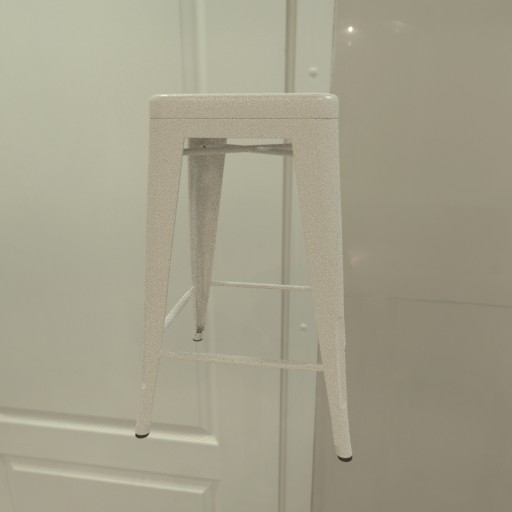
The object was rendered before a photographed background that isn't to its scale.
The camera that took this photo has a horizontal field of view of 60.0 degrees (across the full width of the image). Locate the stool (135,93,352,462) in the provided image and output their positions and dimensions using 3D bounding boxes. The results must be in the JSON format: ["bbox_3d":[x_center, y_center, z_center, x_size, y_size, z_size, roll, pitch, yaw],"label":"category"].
[{"bbox_3d":[0.000,0.000,0.902,0.406,0.610,0.406,3,18,9],"label":"stool"}]
